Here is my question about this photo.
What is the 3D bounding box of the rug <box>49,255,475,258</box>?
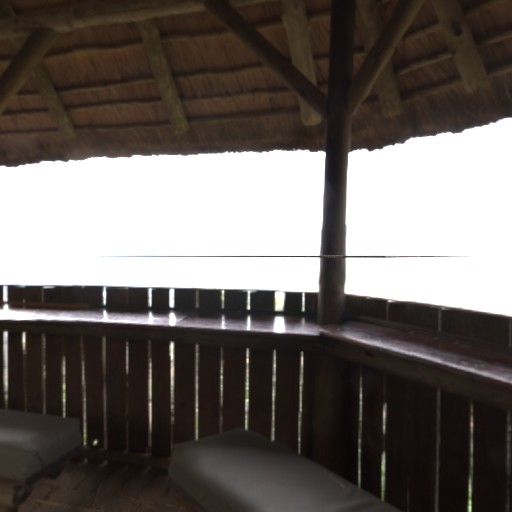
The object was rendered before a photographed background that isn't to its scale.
[{"bbox_3d":[0.000,0.000,2.851,2.284,0.006,1.521,0,0,37],"label":"rug"}]
